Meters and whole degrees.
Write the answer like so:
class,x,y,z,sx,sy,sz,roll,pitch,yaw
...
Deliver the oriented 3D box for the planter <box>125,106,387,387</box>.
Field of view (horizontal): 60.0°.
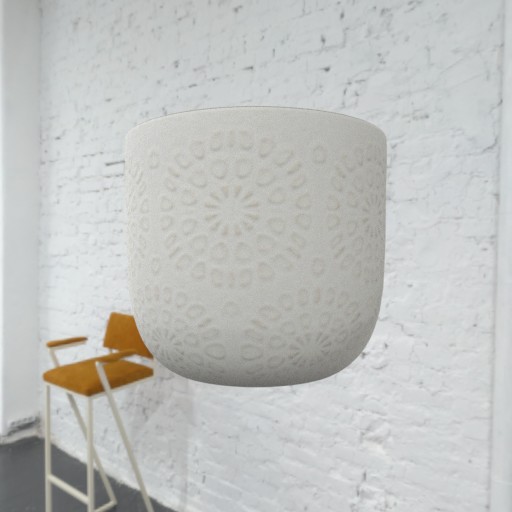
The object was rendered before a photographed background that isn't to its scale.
class,x,y,z,sx,sy,sz,roll,pitch,yaw
planter,0.000,0.000,0.220,0.124,0.109,0.124,0,1,0
